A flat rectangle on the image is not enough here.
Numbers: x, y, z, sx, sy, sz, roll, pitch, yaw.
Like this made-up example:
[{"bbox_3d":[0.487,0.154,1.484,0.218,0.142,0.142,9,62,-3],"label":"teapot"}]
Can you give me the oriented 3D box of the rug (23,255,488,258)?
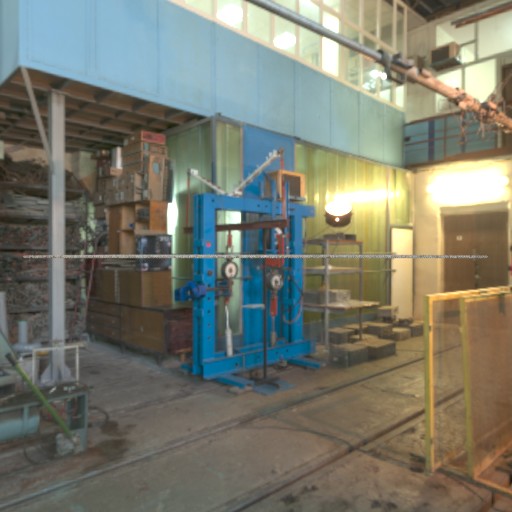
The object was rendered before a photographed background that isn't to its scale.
[{"bbox_3d":[0.000,0.000,2.940,2.283,0.013,1.547,0,0,1],"label":"rug"}]
